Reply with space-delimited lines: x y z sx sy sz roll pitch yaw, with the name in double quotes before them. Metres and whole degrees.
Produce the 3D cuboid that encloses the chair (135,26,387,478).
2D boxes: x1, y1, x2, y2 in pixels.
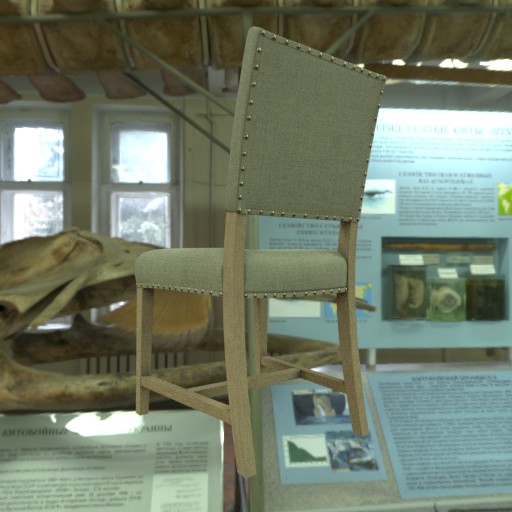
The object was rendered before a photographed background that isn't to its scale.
"chair" 0.000 0.000 1.301 0.508 0.986 0.622 0 0 -36
